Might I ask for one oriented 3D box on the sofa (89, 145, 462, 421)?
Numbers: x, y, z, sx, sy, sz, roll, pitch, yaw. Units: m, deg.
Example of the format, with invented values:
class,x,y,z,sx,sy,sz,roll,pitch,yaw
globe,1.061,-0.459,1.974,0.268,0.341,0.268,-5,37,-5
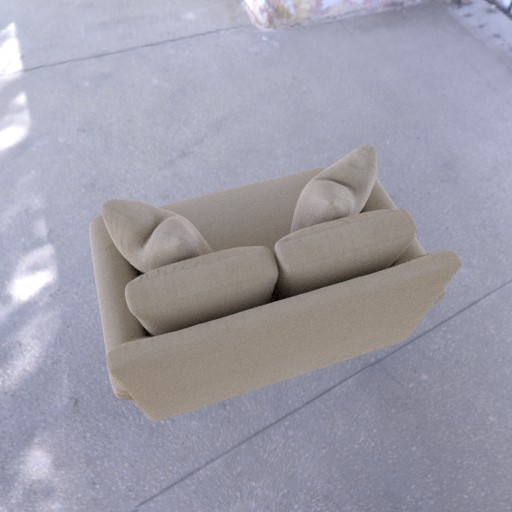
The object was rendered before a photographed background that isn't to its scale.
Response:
class,x,y,z,sx,sy,sz,roll,pitch,yaw
sofa,0.000,0.000,2.233,1.550,0.905,1.070,-15,58,-10
